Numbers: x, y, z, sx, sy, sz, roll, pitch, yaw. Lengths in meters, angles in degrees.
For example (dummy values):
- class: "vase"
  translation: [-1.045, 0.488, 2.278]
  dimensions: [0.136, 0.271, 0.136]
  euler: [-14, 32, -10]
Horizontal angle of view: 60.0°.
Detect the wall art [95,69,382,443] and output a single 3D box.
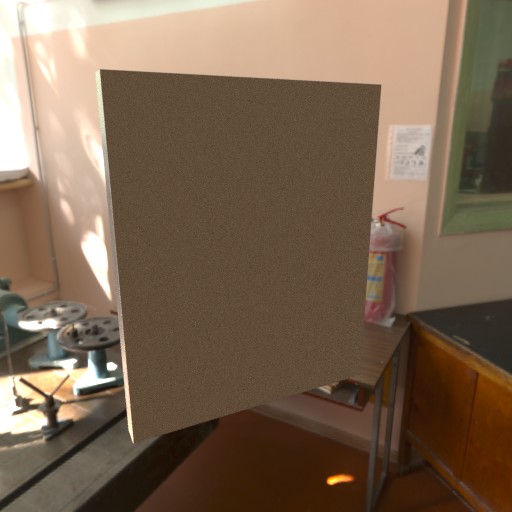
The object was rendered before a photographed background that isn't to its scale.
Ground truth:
- class: "wall art"
  translation: [0.000, 0.000, 0.738]
  dimensions: [0.452, 0.549, 0.038]
  euler: [-8, 18, -25]
